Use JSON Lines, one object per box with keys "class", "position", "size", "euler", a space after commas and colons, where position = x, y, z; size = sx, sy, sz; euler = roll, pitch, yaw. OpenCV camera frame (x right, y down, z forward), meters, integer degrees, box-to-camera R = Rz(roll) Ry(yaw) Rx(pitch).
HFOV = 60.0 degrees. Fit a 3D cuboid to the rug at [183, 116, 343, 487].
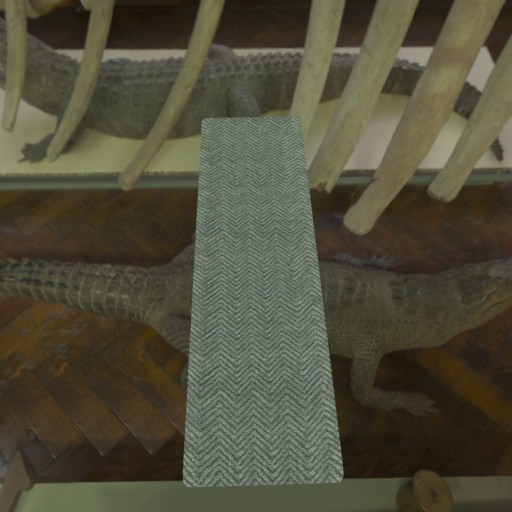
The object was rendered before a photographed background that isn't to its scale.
{"class": "rug", "position": [0.000, 0.000, 2.483], "size": [0.686, 0.008, 2.286], "euler": [-1, 58, -1]}
